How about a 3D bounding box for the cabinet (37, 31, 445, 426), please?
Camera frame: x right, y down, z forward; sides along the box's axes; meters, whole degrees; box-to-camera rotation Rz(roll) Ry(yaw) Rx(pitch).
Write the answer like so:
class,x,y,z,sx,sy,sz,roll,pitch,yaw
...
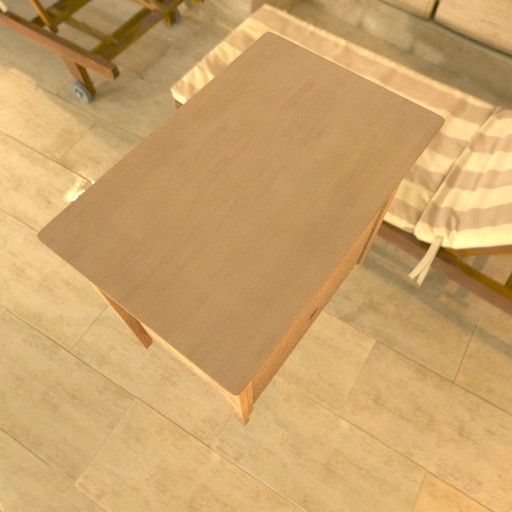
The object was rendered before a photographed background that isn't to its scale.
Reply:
class,x,y,z,sx,sy,sz,roll,pitch,yaw
cabinet,0.000,0.000,1.265,0.503,0.762,0.763,34,68,16
